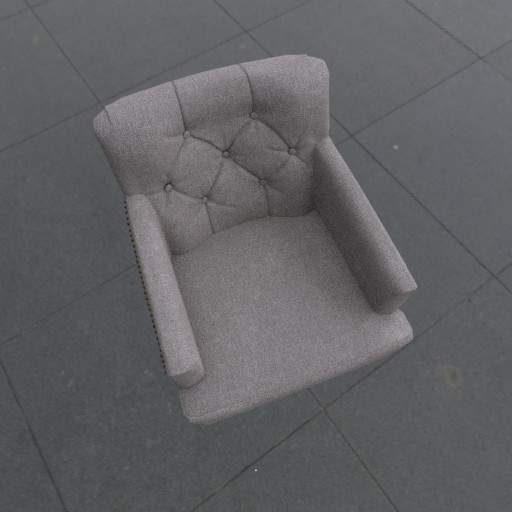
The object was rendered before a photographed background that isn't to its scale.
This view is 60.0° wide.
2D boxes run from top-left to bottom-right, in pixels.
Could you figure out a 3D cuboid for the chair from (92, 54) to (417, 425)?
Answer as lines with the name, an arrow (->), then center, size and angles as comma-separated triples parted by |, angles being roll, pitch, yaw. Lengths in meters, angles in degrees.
chair -> 0.000, 0.000, 1.483 | 0.737, 0.823, 0.902 | -18, 66, -9
